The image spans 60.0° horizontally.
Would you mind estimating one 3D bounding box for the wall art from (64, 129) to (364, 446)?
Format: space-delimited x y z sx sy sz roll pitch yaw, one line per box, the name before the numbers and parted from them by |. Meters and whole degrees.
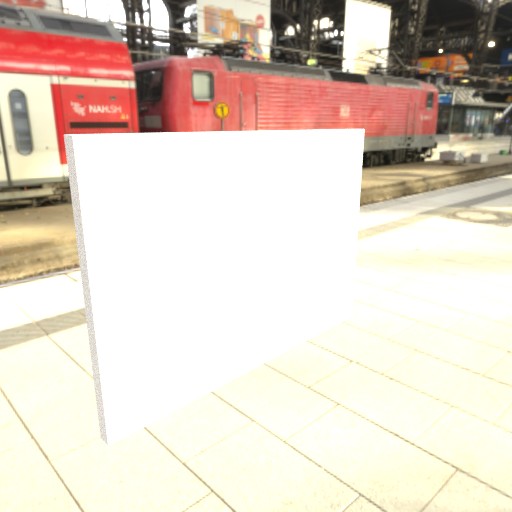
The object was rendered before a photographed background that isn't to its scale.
wall art | 0.000 0.000 1.662 0.051 0.902 1.308 16 23 42
